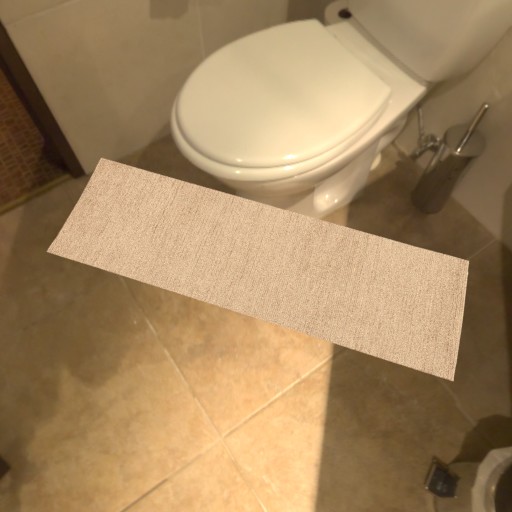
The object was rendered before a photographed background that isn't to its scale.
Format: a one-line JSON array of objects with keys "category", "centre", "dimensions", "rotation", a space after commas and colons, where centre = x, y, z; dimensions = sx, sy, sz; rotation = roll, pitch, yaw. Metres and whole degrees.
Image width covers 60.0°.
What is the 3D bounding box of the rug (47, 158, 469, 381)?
[{"category": "rug", "centre": [0.000, 0.000, 2.548], "dimensions": [2.346, 0.013, 0.712], "rotation": [17, 65, 8]}]
